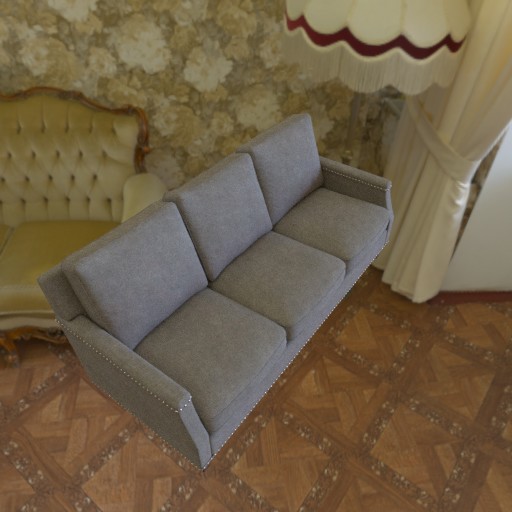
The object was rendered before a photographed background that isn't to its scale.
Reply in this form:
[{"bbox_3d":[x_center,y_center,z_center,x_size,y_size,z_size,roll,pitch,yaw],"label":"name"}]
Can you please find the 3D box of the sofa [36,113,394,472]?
[{"bbox_3d":[0.000,0.000,2.815,1.034,1.042,2.226,26,48,26],"label":"sofa"}]
